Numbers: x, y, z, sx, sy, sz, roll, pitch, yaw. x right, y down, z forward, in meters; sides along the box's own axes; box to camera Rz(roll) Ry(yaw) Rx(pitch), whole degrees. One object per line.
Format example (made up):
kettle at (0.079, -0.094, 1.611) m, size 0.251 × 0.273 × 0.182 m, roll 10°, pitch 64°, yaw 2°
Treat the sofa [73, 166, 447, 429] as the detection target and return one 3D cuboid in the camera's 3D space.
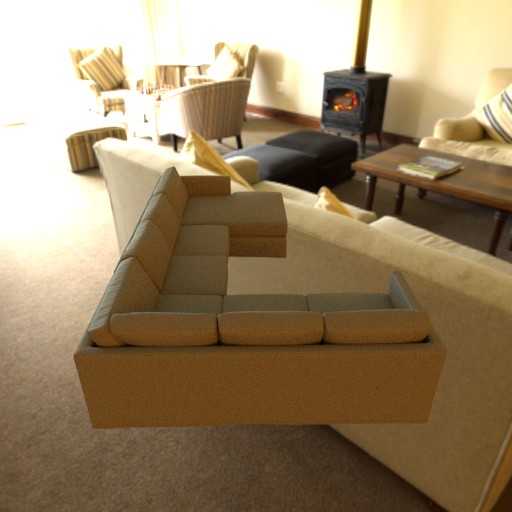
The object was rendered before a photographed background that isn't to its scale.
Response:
sofa at (0.000, 0.000, 4.464) m, size 2.427 × 0.882 × 3.460 m, roll -1°, pitch 30°, yaw -1°
